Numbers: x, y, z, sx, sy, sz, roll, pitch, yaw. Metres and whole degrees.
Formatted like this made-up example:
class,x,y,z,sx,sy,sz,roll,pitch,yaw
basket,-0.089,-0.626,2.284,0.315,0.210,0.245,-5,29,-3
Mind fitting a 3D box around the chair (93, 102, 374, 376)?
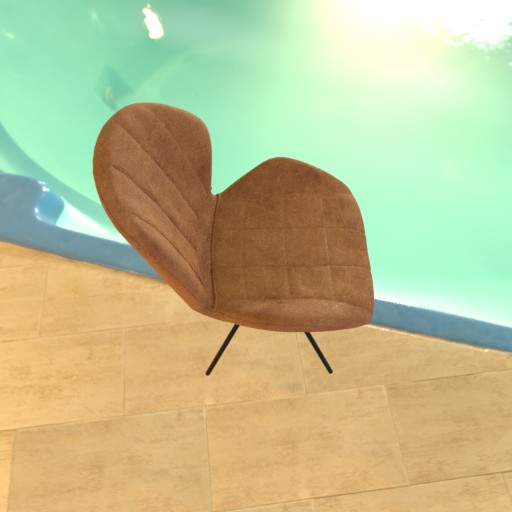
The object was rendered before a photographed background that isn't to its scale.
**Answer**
class,x,y,z,sx,sy,sz,roll,pitch,yaw
chair,0.000,0.000,1.268,0.640,0.929,0.527,-1,61,0
